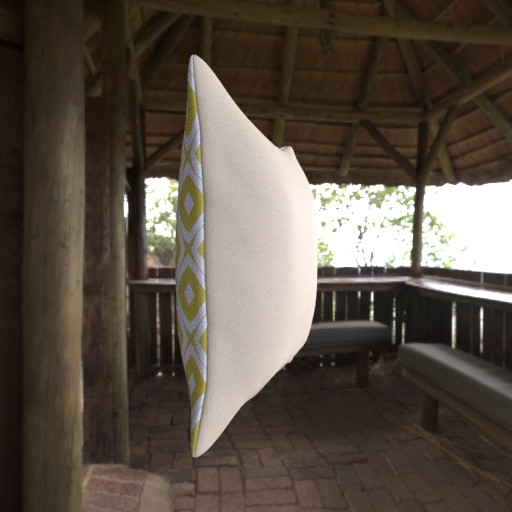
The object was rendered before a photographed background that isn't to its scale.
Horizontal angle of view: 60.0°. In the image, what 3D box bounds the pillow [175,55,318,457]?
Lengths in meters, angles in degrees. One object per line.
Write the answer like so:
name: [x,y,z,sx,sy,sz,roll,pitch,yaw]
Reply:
pillow: [0.000,0.000,0.777,0.188,0.494,0.504,0,1,18]
